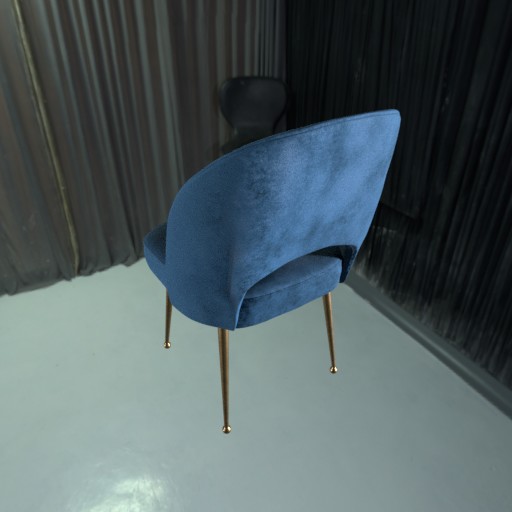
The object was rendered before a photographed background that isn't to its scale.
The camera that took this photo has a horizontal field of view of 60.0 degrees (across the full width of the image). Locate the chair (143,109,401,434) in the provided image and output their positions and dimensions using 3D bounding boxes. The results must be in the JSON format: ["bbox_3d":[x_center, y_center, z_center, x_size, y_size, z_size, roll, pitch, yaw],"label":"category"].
[{"bbox_3d":[0.000,0.000,1.180,0.527,0.860,0.577,-20,37,-28],"label":"chair"}]
